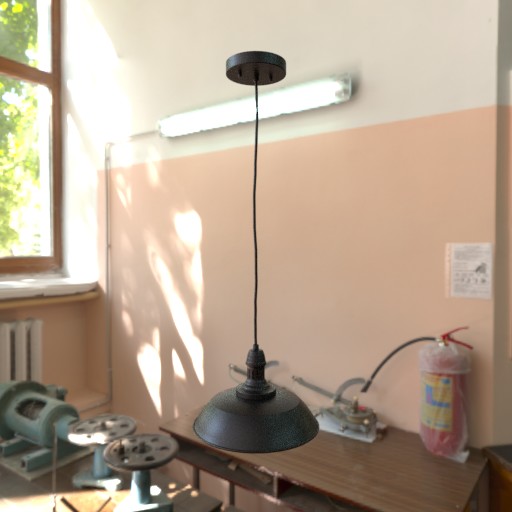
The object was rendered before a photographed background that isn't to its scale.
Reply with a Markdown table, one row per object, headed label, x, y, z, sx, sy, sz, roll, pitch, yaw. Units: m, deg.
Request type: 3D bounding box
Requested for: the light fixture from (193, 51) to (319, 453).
| label | x | y | z | sx | sy | sz | roll | pitch | yaw |
| --- | --- | --- | --- | --- | --- | --- | --- | --- | --- |
| light fixture | 0.000 | 0.000 | 1.158 | 0.331 | 0.993 | 0.331 | 0 | 1 | -19 |
